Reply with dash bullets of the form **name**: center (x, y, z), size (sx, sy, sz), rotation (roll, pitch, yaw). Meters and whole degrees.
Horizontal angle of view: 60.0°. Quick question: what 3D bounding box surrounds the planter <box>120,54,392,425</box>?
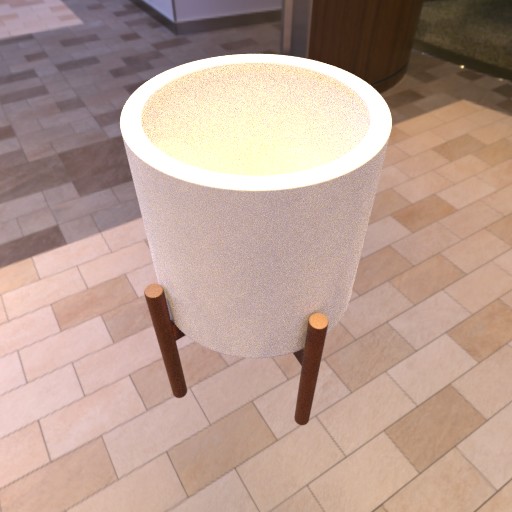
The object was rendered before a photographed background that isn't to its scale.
- **planter**: center (0.000, 0.000, 0.935), size (0.417, 0.670, 0.417), rotation (9, 47, 8)
